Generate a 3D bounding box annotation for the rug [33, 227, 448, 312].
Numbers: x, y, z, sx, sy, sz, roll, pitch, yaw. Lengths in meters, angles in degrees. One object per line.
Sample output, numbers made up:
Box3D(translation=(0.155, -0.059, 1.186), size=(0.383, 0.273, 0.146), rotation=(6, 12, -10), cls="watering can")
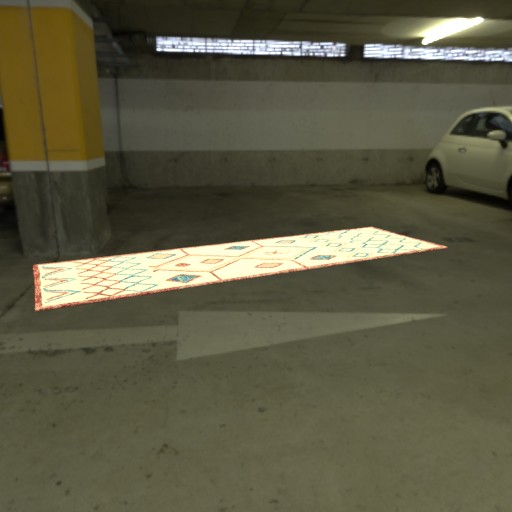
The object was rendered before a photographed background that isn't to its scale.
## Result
Box3D(translation=(0.000, 0.000, 2.696), size=(2.435, 0.011, 0.750), rotation=(-7, 17, -26), cls="rug")
